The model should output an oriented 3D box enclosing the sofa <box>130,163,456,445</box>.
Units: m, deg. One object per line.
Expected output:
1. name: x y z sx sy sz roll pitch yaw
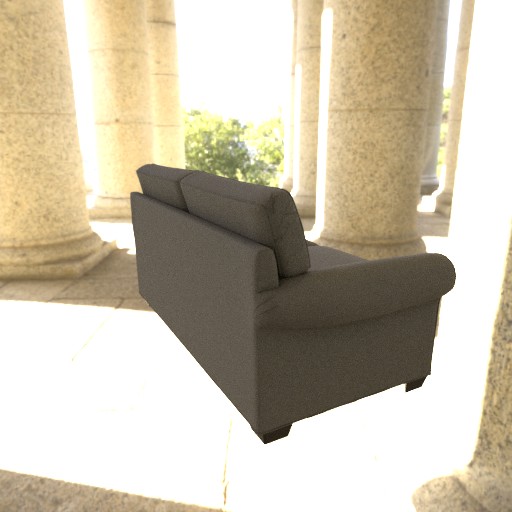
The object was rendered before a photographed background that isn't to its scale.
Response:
1. sofa: 0.000 0.000 2.439 0.940 0.952 1.930 -8 17 -27
